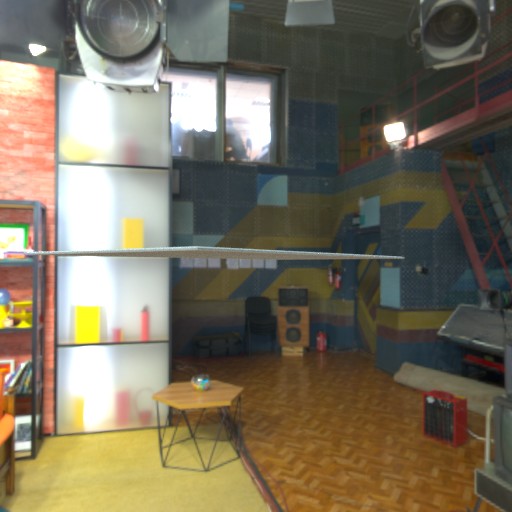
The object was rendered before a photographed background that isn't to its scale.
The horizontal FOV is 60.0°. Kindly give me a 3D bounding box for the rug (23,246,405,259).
[{"bbox_3d":[0.000,0.000,1.454,0.604,0.007,1.219,-1,-1,35],"label":"rug"}]
